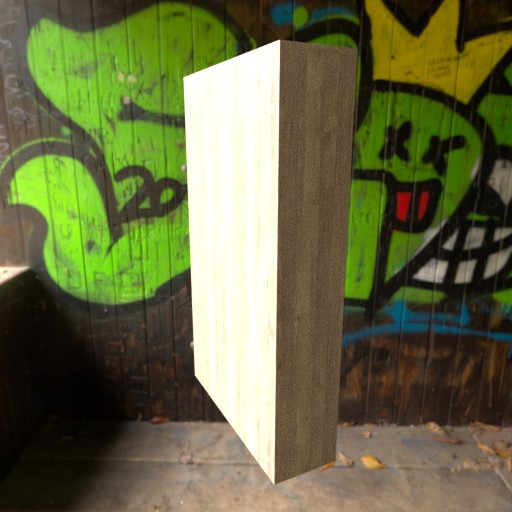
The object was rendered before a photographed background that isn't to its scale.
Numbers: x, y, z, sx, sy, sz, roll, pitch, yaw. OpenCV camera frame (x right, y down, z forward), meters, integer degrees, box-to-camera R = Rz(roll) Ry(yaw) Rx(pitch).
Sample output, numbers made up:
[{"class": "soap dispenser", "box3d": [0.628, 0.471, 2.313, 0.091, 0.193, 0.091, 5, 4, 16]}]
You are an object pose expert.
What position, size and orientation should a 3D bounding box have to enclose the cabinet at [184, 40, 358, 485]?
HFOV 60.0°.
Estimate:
[{"class": "cabinet", "box3d": [0.000, 0.000, 1.606, 0.250, 1.280, 0.750, -7, 16, -26]}]
